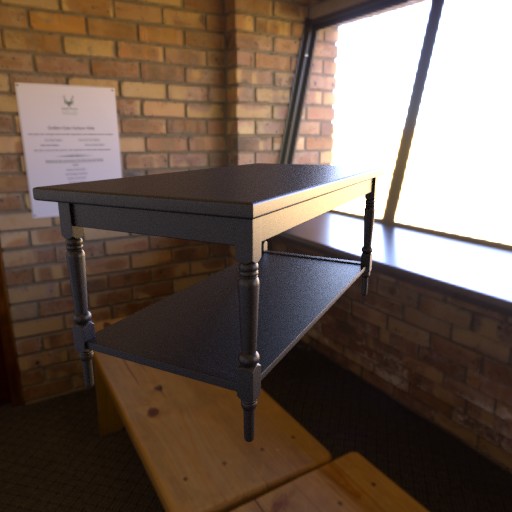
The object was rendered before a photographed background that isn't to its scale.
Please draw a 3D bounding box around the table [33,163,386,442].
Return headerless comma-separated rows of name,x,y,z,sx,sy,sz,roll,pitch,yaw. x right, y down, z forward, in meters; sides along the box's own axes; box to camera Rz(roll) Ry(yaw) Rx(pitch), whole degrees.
table,0.000,0.000,1.402,0.550,0.510,1.107,7,17,26
